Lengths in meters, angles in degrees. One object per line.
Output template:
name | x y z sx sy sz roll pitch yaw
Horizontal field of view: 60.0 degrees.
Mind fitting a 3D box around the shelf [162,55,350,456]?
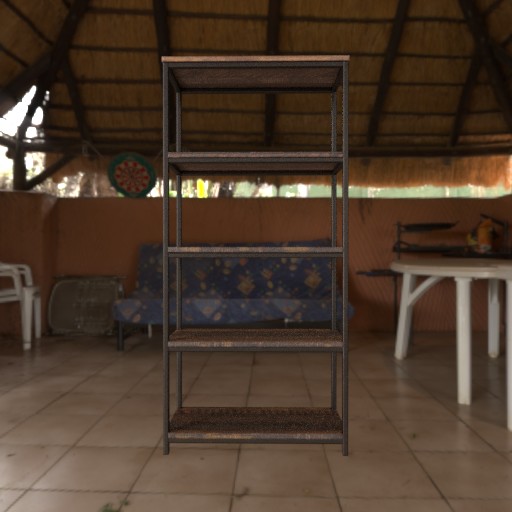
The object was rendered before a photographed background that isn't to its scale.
shelf | 0.000 0.000 2.244 0.874 1.860 0.359 0 0 1
